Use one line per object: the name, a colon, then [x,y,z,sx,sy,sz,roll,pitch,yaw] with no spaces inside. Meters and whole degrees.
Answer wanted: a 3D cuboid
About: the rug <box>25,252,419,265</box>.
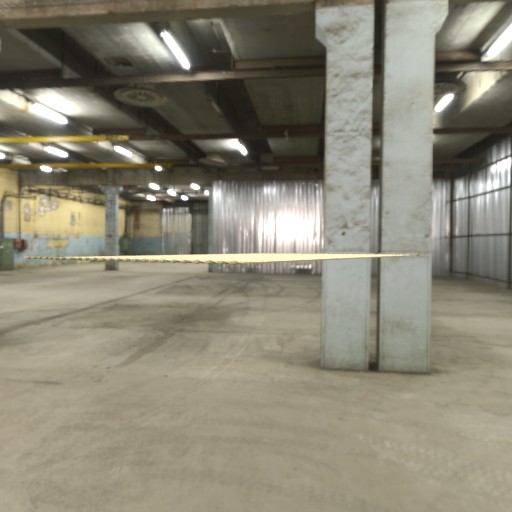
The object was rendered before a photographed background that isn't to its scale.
rug: [0.000,0.000,3.069,1.540,0.018,2.435,1,1,36]
